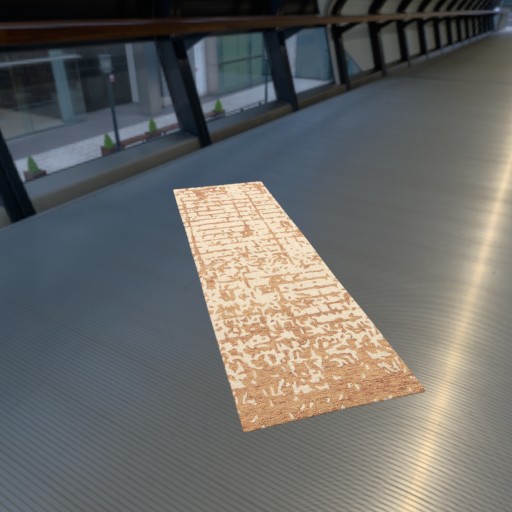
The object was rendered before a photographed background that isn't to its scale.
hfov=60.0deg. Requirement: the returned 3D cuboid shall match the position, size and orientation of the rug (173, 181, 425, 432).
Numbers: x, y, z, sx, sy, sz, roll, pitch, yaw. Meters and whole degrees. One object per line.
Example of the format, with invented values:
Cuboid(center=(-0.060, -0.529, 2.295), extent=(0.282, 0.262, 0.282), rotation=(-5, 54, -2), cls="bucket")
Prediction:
Cuboid(center=(0.000, 0.000, 2.703), extent=(0.750, 0.011, 2.435), rotation=(-8, 31, -13), cls="rug")
